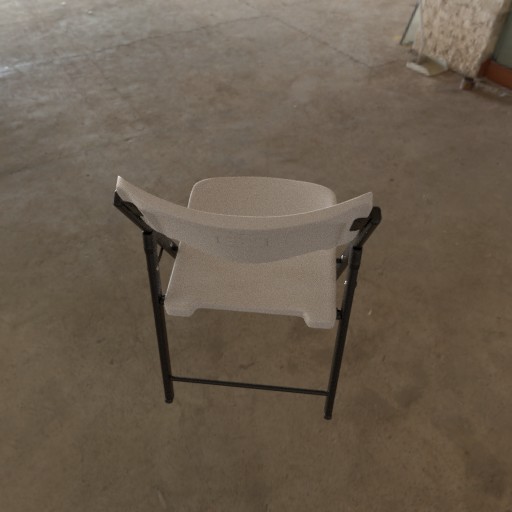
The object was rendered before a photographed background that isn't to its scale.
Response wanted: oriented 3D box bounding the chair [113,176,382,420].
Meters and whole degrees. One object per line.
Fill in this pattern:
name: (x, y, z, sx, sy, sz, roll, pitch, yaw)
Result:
chair: (0.000, 0.000, 1.139, 0.482, 0.765, 0.577, 4, 45, 4)
